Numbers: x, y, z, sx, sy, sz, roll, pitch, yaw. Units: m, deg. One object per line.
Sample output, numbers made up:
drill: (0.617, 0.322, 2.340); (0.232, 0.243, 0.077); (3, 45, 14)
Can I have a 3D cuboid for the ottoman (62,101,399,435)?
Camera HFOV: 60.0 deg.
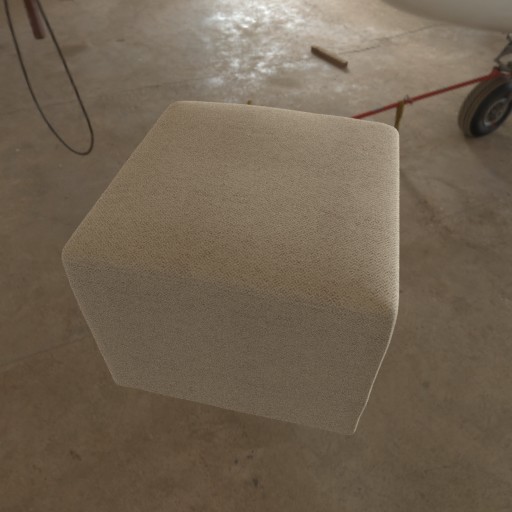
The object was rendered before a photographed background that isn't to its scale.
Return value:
ottoman: (0.000, 0.000, 0.931); (0.512, 0.453, 0.521); (9, 47, 9)
